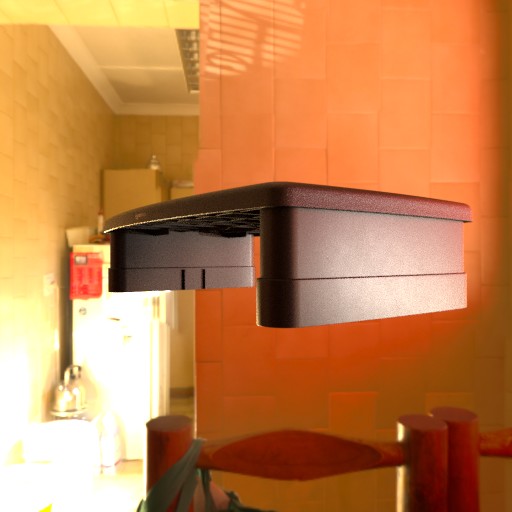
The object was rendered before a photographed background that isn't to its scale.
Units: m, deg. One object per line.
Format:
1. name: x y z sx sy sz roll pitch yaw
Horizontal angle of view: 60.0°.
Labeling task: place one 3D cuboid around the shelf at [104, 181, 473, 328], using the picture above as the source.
1. shelf: 0.000 0.000 0.518 0.280 0.100 0.410 0 0 -35
